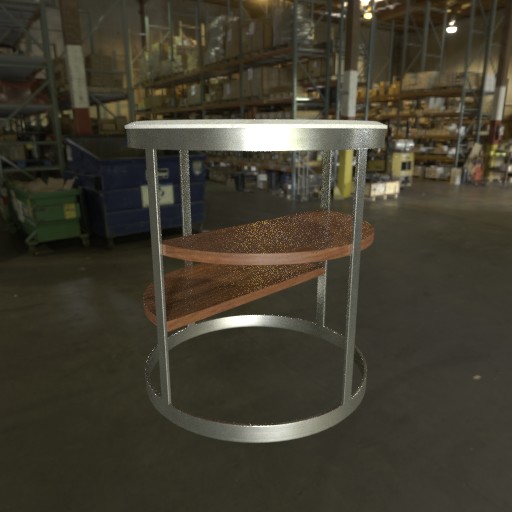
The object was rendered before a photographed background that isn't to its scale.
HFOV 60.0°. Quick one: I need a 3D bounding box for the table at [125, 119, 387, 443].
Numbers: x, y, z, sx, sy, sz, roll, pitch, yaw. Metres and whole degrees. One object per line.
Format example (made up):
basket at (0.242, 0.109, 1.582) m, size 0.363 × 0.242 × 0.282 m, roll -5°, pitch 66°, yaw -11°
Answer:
table at (0.000, 0.000, 0.773) m, size 0.407 × 0.447 × 0.407 m, roll 0°, pitch 16°, yaw 0°
